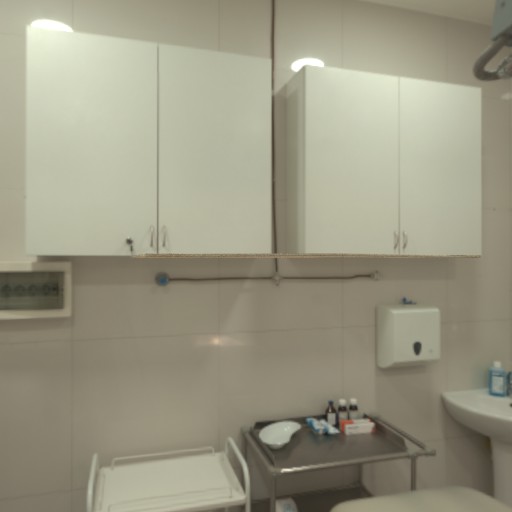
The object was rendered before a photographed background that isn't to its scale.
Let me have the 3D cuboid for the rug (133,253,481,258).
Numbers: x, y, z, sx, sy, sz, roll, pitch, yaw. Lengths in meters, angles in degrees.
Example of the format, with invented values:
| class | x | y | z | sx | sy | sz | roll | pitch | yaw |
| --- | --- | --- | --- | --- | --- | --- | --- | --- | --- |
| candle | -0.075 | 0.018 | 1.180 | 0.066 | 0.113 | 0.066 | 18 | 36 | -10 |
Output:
| class | x | y | z | sx | sy | sz | roll | pitch | yaw |
| --- | --- | --- | --- | --- | --- | --- | --- | --- | --- |
| rug | 0.000 | 0.000 | 3.018 | 1.574 | 0.029 | 2.346 | 0 | 0 | -17 |
